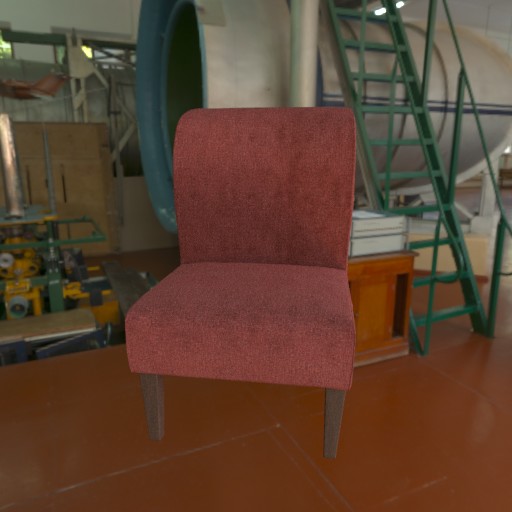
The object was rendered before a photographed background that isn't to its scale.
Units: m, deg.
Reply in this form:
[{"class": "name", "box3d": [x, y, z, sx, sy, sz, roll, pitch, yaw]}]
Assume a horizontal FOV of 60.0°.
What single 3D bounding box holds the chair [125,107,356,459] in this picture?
[{"class": "chair", "box3d": [0.000, 0.000, 1.258, 0.538, 0.846, 0.640, 2, 14, 9]}]
